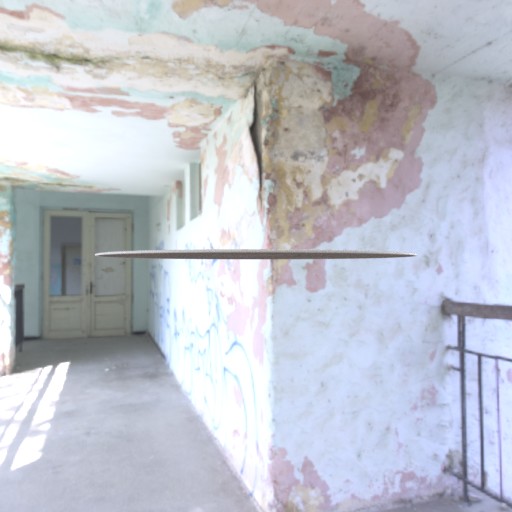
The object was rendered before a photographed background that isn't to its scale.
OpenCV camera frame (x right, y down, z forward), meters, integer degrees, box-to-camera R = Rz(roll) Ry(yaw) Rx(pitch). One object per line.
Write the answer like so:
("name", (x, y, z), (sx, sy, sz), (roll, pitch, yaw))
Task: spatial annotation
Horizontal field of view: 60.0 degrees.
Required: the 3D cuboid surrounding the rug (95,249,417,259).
("rug", (0.000, 0.000, 2.331), (1.593, 0.012, 1.593), (0, -1, 0))
